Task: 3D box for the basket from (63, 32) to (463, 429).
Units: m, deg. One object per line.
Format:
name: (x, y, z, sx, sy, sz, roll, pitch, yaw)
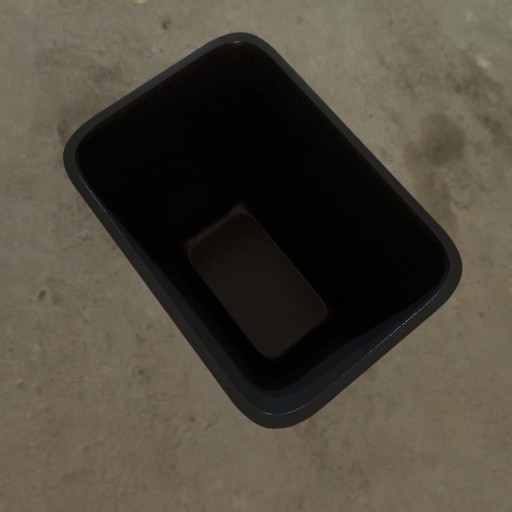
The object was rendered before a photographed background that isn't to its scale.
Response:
basket: (0.000, 0.000, 0.501, 0.211, 0.307, 0.300, -37, 78, -9)
